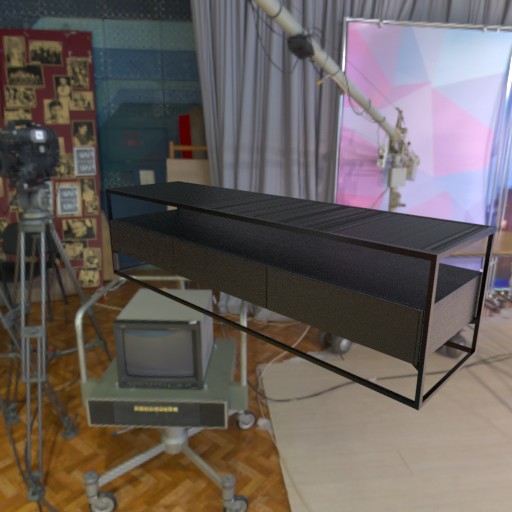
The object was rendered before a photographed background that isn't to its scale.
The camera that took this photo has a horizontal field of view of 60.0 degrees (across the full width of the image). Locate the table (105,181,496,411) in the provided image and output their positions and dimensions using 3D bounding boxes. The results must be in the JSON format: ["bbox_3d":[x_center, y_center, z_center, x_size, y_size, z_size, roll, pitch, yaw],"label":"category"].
[{"bbox_3d":[0.000,0.000,1.654,1.486,0.395,0.399,16,23,42],"label":"table"}]
